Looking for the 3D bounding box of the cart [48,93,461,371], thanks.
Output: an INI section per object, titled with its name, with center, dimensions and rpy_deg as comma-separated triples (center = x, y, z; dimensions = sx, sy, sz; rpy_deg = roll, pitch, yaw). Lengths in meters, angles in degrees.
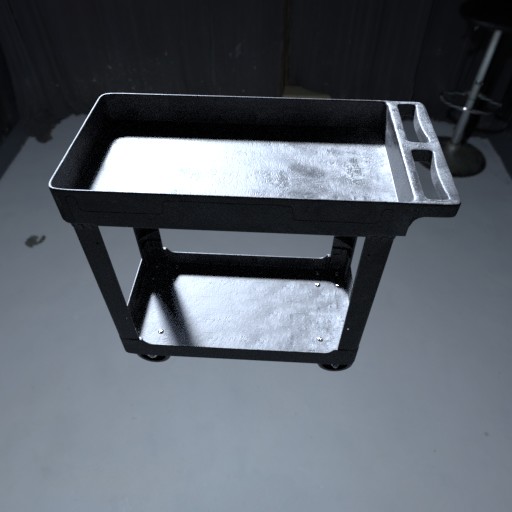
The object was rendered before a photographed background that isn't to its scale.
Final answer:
[cart]
center = 0.000, 0.000, 1.365
dimensions = 0.877, 0.824, 0.420
rpy_deg = 2, 48, 2
